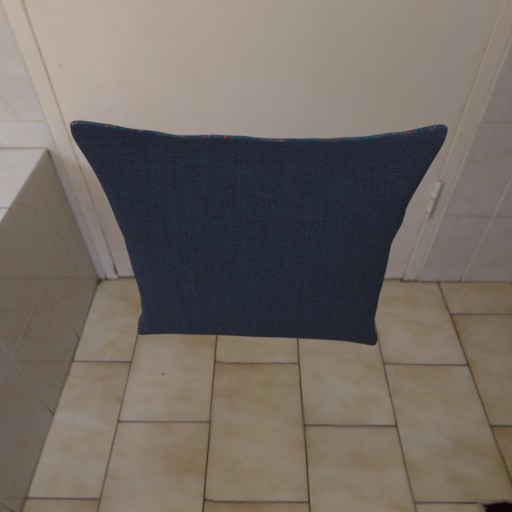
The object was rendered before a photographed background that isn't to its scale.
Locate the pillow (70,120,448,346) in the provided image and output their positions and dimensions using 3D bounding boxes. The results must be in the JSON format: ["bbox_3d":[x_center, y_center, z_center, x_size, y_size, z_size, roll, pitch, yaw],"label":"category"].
[{"bbox_3d":[0.000,0.000,0.648,0.431,0.431,0.141,2,46,2],"label":"pillow"}]
